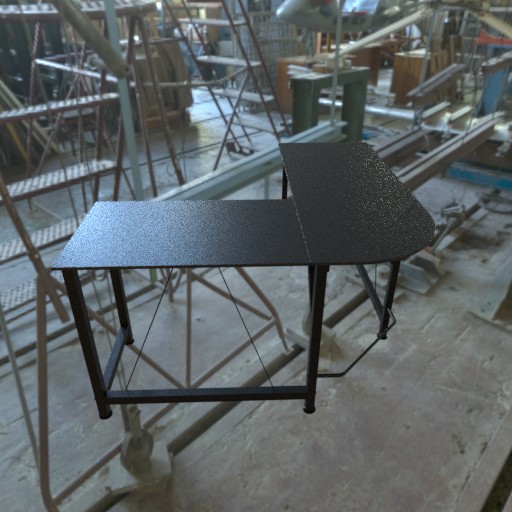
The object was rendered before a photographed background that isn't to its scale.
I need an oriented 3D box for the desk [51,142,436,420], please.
[{"bbox_3d":[0.000,0.000,2.273,1.400,0.762,1.400,-1,30,-2],"label":"desk"}]
